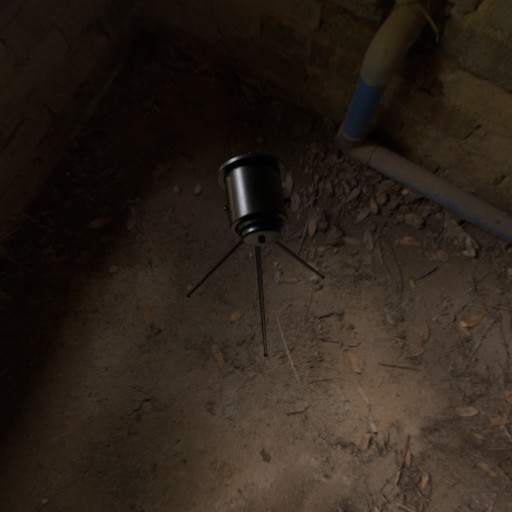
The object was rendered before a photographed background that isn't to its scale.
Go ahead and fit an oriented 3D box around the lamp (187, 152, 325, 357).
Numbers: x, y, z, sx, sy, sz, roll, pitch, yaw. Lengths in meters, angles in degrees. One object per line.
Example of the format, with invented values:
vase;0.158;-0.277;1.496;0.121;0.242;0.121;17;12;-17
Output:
lamp;0.000;0.000;2.081;0.879;1.504;0.884;-8;75;-2
